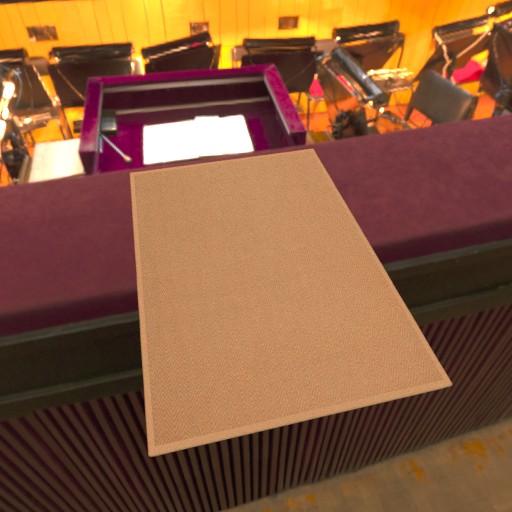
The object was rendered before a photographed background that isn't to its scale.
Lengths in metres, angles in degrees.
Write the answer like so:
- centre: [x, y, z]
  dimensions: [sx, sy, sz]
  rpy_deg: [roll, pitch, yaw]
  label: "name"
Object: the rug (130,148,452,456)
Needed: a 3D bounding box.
- centre: [0.000, 0.000, 2.888]
  dimensions: [1.532, 0.017, 2.244]
  rpy_deg: [-10, 47, -9]
  label: "rug"
